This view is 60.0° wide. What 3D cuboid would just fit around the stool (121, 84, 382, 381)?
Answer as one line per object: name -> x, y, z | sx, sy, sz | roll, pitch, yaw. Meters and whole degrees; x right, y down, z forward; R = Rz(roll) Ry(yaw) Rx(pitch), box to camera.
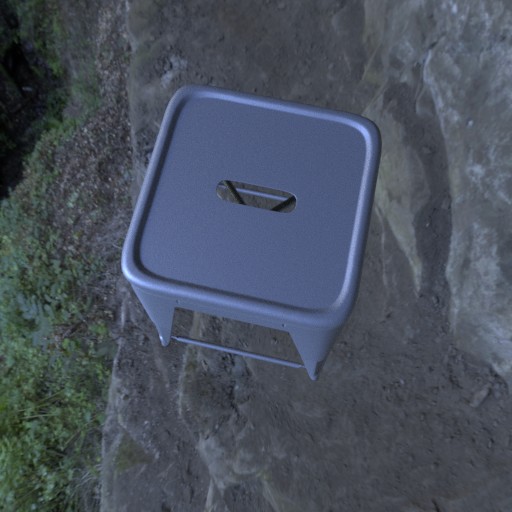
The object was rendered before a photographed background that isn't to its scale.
stool -> 0.000, 0.000, 0.875 | 0.406, 0.610, 0.406 | 12, 75, 3
